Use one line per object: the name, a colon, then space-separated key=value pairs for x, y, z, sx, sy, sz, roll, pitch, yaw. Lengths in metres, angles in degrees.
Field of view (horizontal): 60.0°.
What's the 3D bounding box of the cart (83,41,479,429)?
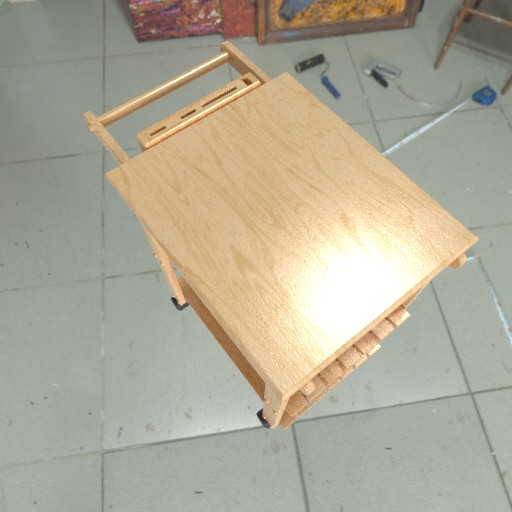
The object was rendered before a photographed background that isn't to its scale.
cart: x=0.000 y=0.000 z=1.326 sx=0.520 sy=0.816 sz=0.843 roll=-35 pitch=68 yaw=-16
